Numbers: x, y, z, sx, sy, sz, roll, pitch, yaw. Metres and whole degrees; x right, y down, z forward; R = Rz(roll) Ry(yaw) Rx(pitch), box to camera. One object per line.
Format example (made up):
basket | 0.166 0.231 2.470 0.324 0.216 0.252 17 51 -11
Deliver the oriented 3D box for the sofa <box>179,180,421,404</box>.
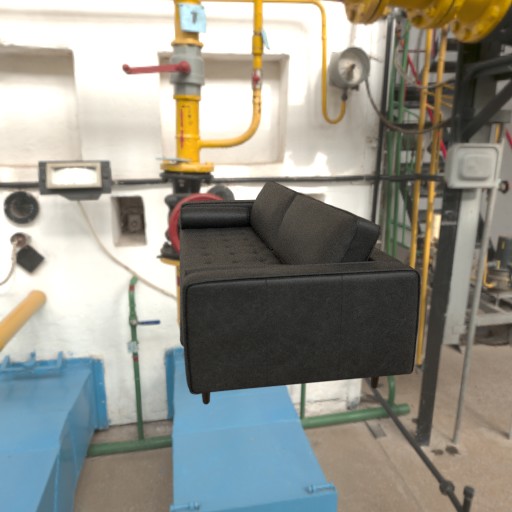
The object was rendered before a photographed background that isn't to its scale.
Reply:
sofa | 0.000 0.000 2.656 0.914 0.762 2.210 -2 14 -9
